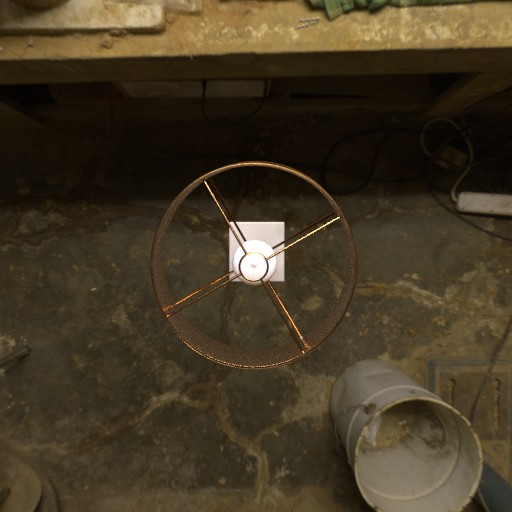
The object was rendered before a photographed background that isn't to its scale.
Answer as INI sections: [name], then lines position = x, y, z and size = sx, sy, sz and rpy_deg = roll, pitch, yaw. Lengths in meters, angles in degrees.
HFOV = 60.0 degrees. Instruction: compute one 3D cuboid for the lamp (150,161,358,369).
[lamp]
position = 0.000, 0.000, 0.535
size = 0.208, 0.406, 0.208
rpy_deg = 0, 92, 0
